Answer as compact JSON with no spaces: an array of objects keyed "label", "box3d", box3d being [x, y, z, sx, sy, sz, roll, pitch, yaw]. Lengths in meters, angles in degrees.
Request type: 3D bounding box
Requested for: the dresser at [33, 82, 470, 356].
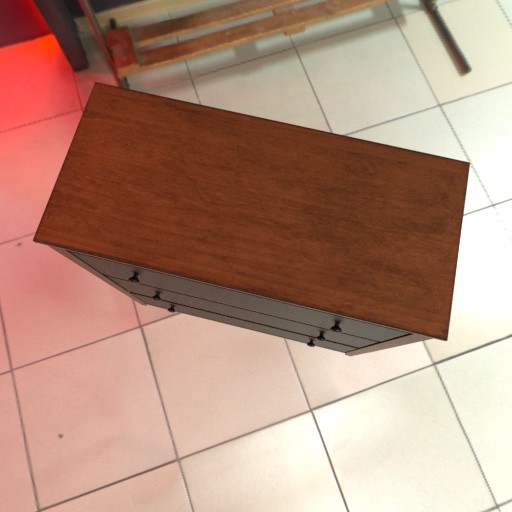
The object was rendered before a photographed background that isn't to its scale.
[{"label":"dresser","box3d":[0.000,0.000,1.945,1.250,1.224,0.591,13,75,4]}]
